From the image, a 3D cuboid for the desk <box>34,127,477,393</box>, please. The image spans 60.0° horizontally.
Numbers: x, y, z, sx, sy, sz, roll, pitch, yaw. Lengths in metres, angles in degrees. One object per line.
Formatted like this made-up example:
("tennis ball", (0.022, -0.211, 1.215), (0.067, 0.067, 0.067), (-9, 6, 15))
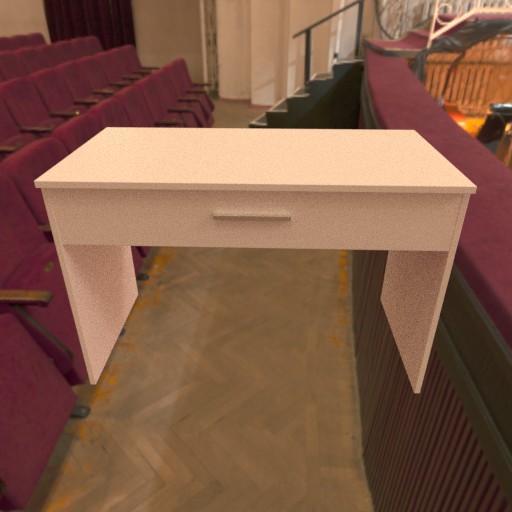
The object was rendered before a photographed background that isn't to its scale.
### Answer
("desk", (0.000, 0.000, 1.522), (1.100, 0.730, 0.560), (1, 30, 2))
